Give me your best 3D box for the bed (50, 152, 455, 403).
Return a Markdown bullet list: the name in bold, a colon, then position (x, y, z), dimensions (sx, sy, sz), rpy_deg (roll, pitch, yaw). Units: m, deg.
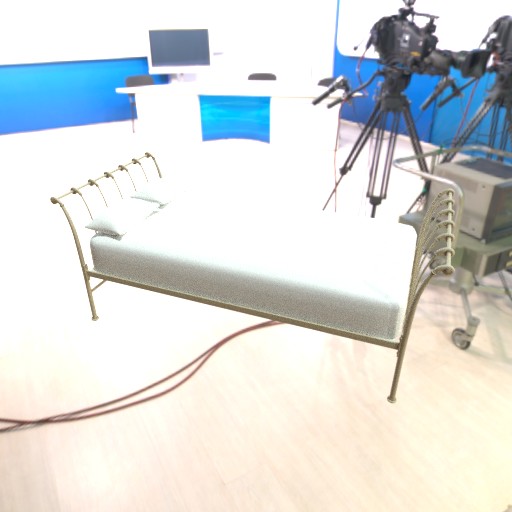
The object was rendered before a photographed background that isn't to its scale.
- **bed**: position (0.000, 0.000, 2.870), dimensions (2.228, 0.873, 1.032), rpy_deg (11, 31, 18)
